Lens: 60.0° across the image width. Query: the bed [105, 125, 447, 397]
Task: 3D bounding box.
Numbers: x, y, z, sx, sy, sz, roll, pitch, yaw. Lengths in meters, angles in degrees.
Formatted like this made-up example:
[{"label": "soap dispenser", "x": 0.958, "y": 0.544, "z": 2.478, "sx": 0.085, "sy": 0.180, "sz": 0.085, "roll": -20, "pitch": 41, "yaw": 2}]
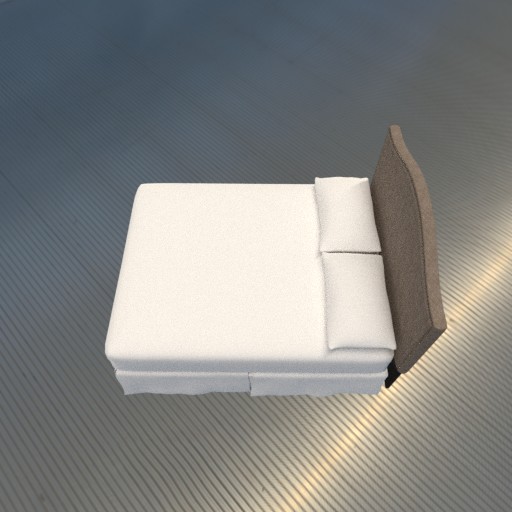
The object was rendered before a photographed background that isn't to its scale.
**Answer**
[{"label": "bed", "x": 0.000, "y": 0.000, "z": 3.354, "sx": 2.153, "sy": 1.518, "sz": 1.713, "roll": 0, "pitch": 57, "yaw": 0}]
